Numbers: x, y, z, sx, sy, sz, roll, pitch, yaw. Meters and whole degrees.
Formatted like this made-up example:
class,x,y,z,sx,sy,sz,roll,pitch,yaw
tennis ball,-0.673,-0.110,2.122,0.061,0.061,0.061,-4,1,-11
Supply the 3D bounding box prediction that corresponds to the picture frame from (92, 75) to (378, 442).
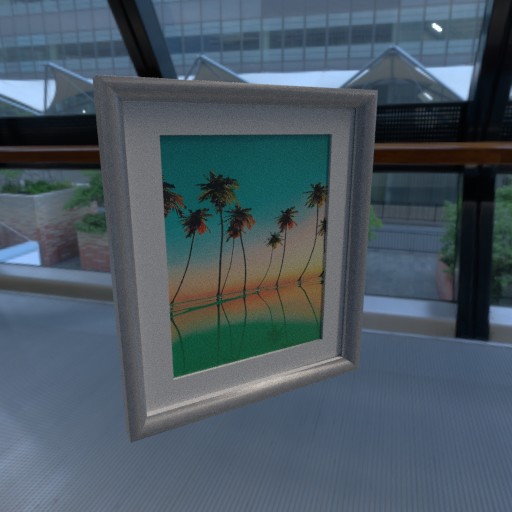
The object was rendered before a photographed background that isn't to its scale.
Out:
class,x,y,z,sx,sy,sz,roll,pitch,yaw
picture frame,0.000,0.000,0.522,0.327,0.378,0.027,-8,18,-27
